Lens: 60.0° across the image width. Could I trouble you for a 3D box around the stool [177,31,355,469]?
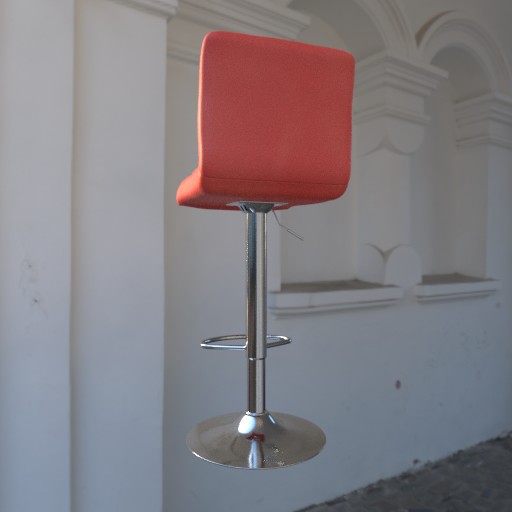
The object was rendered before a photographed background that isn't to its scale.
[{"bbox_3d":[0.000,0.000,1.361,0.430,1.115,0.505,0,0,-18],"label":"stool"}]
